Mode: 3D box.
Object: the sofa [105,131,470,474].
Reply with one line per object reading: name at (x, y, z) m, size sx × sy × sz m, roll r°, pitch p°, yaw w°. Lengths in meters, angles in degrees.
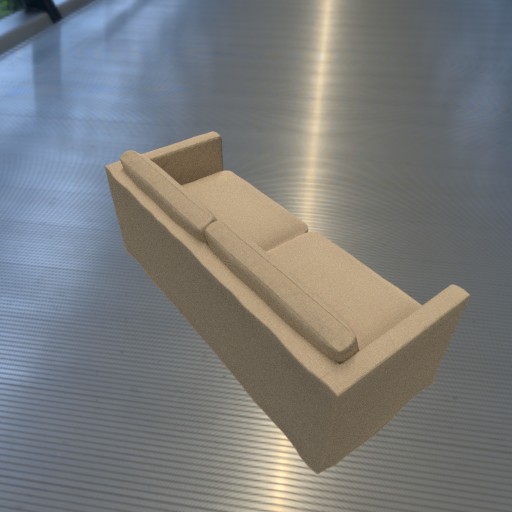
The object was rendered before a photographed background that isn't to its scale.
sofa at (0.000, 0.000, 2.814) m, size 0.962 × 0.853 × 2.312 m, roll -26°, pitch 47°, yaw -27°
